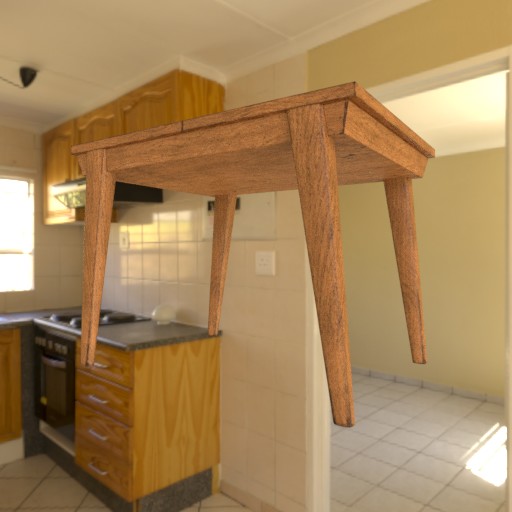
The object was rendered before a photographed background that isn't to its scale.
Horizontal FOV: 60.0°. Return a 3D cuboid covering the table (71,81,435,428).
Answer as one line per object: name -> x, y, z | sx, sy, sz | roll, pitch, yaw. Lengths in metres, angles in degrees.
table -> 0.000, 0.000, 1.555 | 1.027, 0.760, 0.757 | 0, 0, 34
